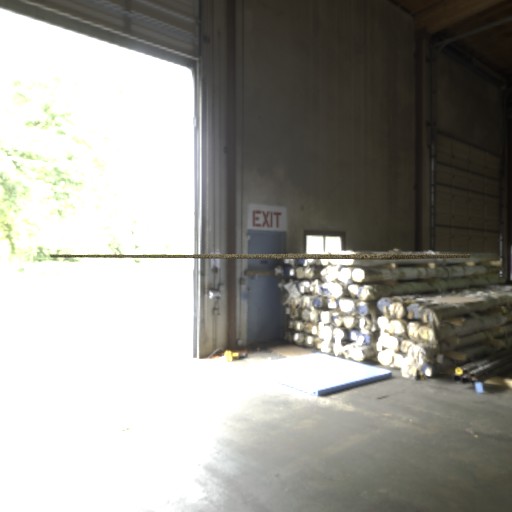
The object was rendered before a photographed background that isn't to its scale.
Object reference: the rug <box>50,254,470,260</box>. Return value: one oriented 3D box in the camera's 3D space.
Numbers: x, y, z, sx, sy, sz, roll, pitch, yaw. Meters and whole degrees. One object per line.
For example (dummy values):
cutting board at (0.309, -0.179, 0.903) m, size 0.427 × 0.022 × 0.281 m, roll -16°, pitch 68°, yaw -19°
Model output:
rug at (0.000, 0.000, 3.391) m, size 2.700 × 0.024 × 1.801 m, roll 0°, pitch 0°, yaw 36°
